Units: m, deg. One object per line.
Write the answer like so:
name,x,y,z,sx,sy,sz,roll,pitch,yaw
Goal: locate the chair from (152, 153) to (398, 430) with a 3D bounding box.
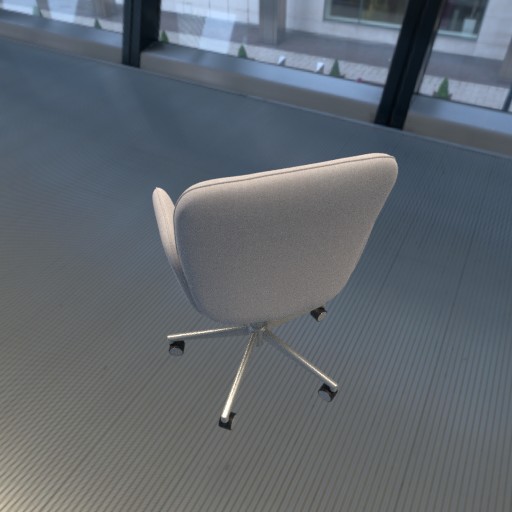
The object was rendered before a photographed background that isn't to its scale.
chair,0.000,0.000,1.397,0.648,0.959,0.633,-11,43,-13
